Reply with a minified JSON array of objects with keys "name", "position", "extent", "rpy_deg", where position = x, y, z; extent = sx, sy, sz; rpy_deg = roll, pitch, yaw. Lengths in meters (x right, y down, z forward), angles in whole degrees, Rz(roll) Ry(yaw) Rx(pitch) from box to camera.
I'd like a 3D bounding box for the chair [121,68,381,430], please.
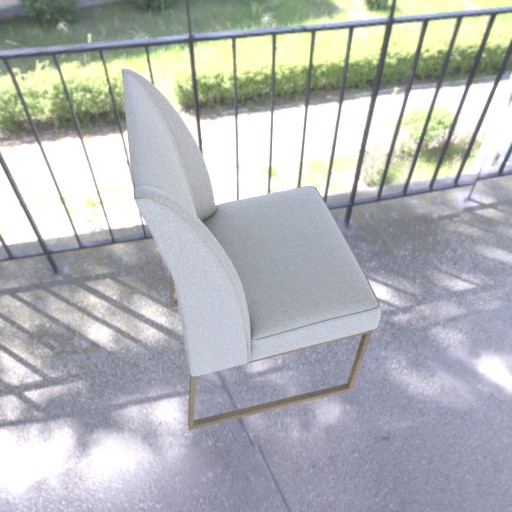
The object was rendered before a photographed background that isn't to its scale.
[{"name":"chair","position":[0.000,0.000,1.177],"extent":[0.522,0.863,0.508],"rpy_deg":[-10,48,-10]}]
